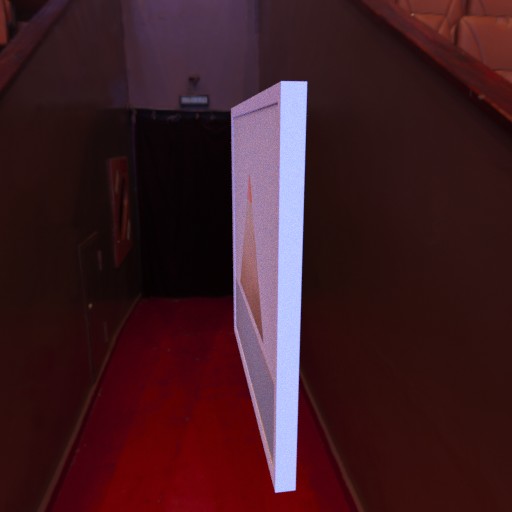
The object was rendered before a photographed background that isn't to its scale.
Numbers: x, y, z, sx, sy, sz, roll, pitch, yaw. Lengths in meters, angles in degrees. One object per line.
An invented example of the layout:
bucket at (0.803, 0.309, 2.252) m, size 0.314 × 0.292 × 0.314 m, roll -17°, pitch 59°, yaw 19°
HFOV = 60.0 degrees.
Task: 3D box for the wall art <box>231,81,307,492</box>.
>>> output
wall art at (0.000, 0.000, 1.147) m, size 0.041 × 0.765 × 0.768 m, roll -2°, pitch 16°, yaw -8°
